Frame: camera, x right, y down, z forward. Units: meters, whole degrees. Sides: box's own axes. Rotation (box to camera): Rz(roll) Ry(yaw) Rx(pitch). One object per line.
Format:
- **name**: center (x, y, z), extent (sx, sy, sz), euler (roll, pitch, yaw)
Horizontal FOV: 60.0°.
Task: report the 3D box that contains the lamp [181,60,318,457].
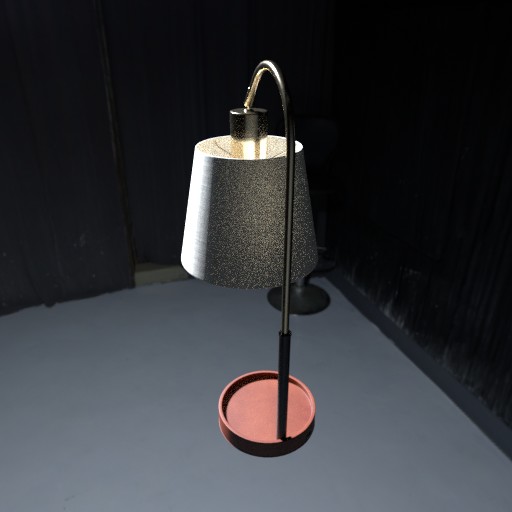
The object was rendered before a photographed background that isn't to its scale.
- **lamp**: center (0.000, 0.000, 0.657), extent (0.211, 0.536, 0.273), euler (-8, 28, -16)
